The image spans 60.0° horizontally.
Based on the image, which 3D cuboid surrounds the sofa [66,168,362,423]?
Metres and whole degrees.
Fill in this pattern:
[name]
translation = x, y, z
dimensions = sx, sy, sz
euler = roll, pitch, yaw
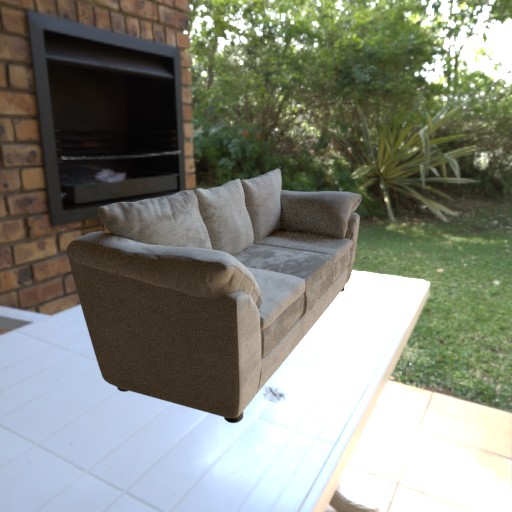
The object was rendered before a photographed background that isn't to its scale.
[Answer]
[sofa]
translation = 0.000, 0.000, 2.871
dimensions = 0.893, 0.981, 2.377
euler = 7, 16, 24
